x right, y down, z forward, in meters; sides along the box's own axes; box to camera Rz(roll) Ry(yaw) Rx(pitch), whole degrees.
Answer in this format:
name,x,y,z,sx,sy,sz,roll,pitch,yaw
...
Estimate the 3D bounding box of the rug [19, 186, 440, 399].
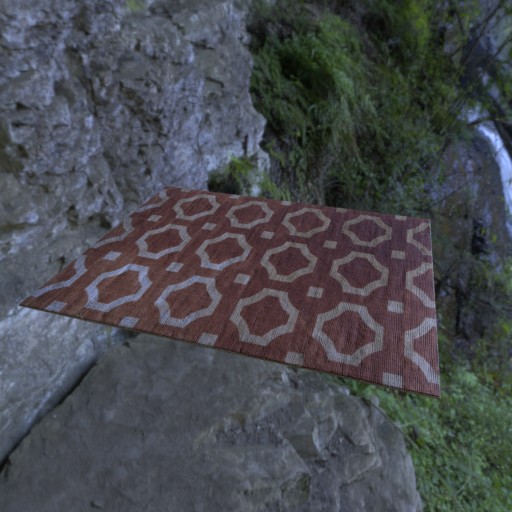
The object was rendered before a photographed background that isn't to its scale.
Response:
name,x,y,z,sx,sy,sz,roll,pitch,yaw
rug,0.000,0.000,4.009,3.049,0.021,2.466,9,33,15
